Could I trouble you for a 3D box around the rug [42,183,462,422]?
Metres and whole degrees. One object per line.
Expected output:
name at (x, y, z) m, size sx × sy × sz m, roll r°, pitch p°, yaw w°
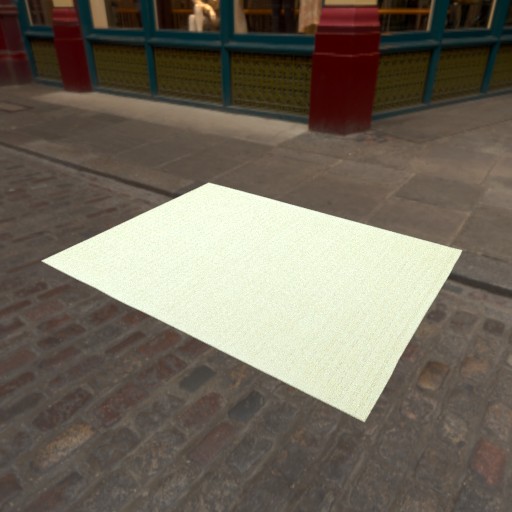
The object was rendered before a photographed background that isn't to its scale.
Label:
rug at (0.000, 0.000, 4.218) m, size 3.204 × 0.016 × 2.452 m, roll 19°, pitch 35°, yaw 29°
